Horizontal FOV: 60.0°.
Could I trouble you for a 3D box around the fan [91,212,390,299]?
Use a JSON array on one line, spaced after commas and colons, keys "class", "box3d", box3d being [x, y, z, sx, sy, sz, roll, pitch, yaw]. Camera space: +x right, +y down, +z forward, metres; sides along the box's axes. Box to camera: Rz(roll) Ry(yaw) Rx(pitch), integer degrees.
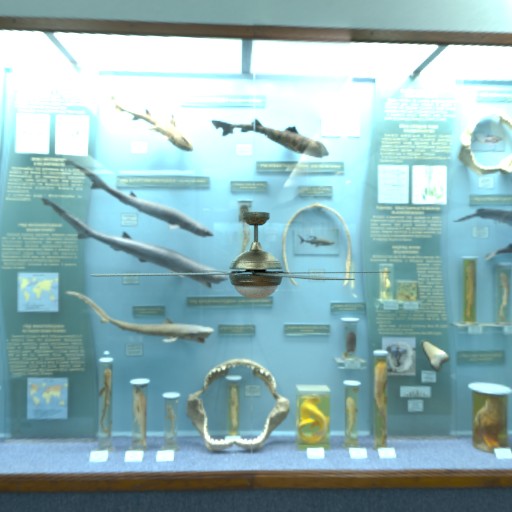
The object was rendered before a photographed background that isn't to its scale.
[{"class": "fan", "box3d": [0.000, 0.000, 1.978, 1.321, 0.381, 1.321, 0, -1, 0]}]
